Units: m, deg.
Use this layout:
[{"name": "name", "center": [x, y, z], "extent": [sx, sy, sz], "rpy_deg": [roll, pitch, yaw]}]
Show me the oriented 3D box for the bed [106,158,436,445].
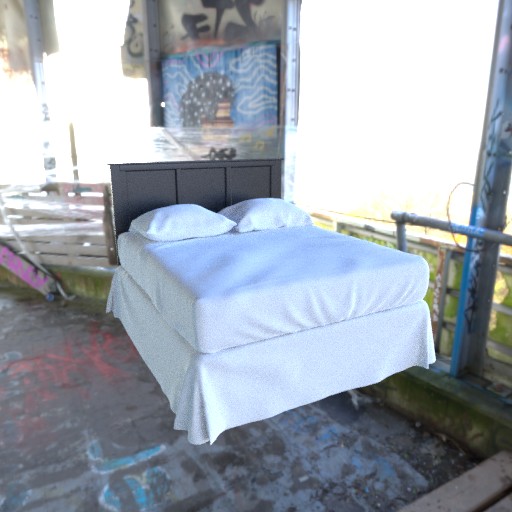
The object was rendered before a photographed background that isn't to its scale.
[{"name": "bed", "center": [0.000, 0.000, 3.236], "extent": [1.870, 1.270, 2.050], "rpy_deg": [-8, 17, -27]}]
